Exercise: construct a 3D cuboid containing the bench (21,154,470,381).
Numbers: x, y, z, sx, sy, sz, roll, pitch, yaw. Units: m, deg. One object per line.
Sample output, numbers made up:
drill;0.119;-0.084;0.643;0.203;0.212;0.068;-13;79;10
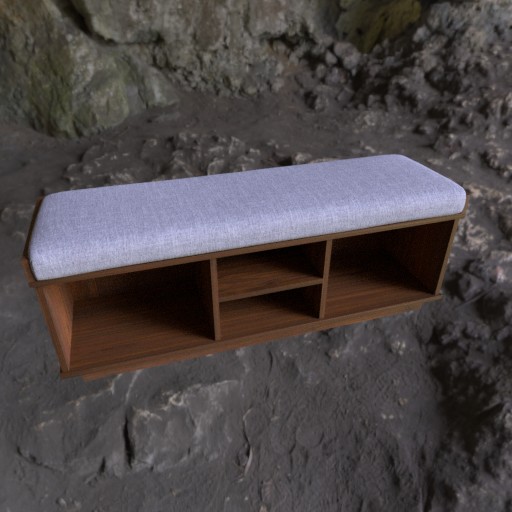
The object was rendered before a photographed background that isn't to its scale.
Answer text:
bench;0.000;0.000;1.374;1.196;0.468;0.367;-9;34;-14
